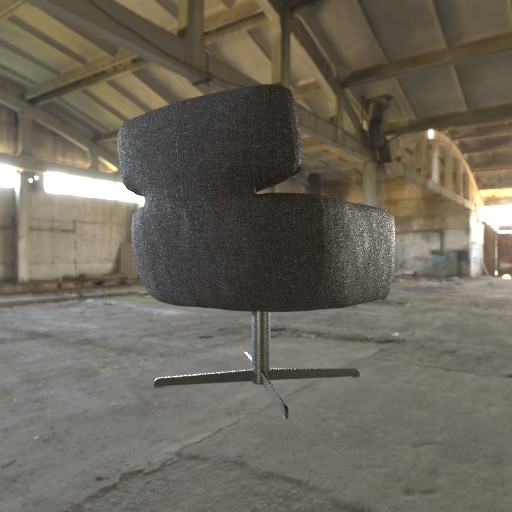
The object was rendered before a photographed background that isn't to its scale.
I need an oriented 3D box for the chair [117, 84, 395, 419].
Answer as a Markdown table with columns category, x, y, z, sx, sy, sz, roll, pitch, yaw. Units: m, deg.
| category | x | y | z | sx | sy | sz | roll | pitch | yaw |
| --- | --- | --- | --- | --- | --- | --- | --- | --- | --- |
| chair | 0.000 | 0.000 | 1.404 | 0.706 | 0.812 | 0.715 | 0 | 0 | 35 |
